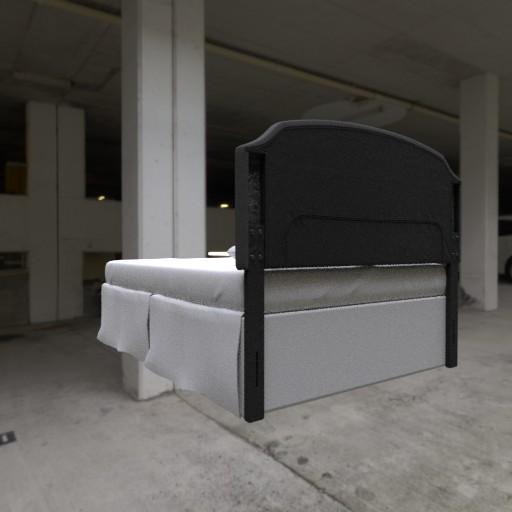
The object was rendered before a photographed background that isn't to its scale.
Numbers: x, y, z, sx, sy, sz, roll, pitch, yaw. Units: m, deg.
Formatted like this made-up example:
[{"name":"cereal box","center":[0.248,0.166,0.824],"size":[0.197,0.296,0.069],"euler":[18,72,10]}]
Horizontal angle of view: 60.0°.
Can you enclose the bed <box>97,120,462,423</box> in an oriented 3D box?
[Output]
[{"name":"bed","center":[0.000,0.000,2.952],"size":[1.558,1.270,1.999],"euler":[-1,1,-35]}]
